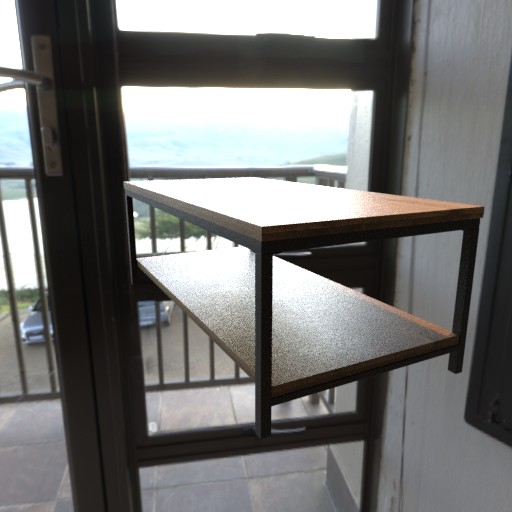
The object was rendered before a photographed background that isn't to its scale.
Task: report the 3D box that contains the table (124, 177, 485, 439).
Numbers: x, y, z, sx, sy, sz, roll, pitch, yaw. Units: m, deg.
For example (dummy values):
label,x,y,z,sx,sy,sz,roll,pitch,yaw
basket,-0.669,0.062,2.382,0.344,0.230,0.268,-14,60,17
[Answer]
label,x,y,z,sx,sy,sz,roll,pitch,yaw
table,0.000,0.000,1.362,0.551,0.399,1.100,-7,15,-27
